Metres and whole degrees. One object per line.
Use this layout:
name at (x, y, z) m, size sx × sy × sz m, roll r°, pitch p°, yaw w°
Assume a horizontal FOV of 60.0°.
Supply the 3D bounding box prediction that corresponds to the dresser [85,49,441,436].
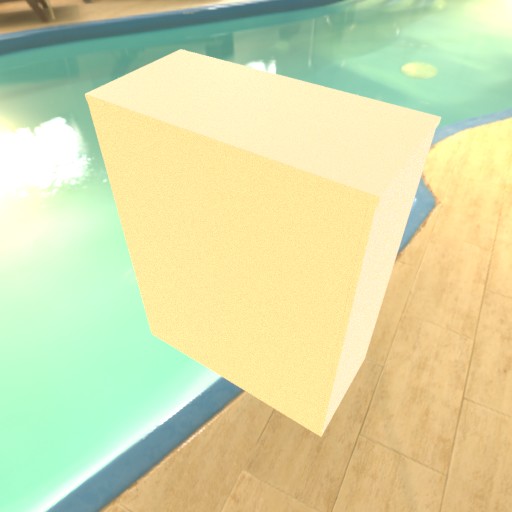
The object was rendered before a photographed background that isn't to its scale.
dresser at (0.000, 0.000, 1.454) m, size 0.800 × 1.040 × 0.380 m, roll 25°, pitch 49°, yaw 23°
